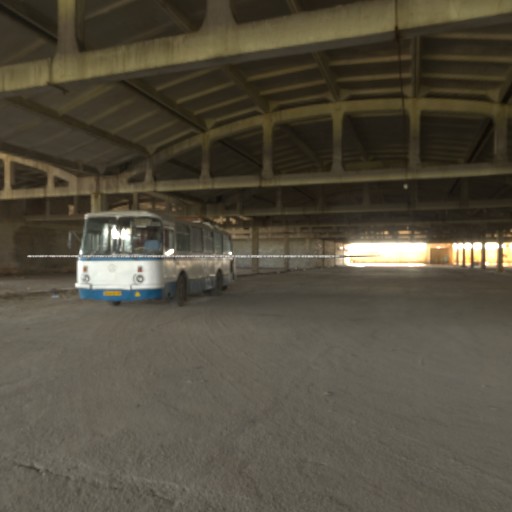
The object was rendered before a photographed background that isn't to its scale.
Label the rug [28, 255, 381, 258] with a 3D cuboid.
[{"bbox_3d":[0.000,0.000,3.092,1.549,0.010,2.464,0,0,19],"label":"rug"}]
